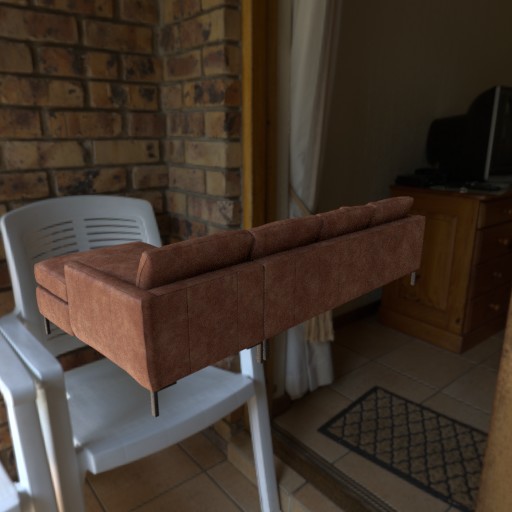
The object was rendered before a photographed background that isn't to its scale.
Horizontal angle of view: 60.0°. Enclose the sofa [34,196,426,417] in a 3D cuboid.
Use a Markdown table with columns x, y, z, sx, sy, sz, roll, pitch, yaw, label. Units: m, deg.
| x | y | z | sx | sy | sz | roll | pitch | yaw | label |
| --- | --- | --- | --- | --- | --- | --- | --- | --- | --- |
| 0.000 | 0.000 | 3.613 | 1.471 | 0.859 | 2.993 | 15 | 22 | 43 | sofa |
